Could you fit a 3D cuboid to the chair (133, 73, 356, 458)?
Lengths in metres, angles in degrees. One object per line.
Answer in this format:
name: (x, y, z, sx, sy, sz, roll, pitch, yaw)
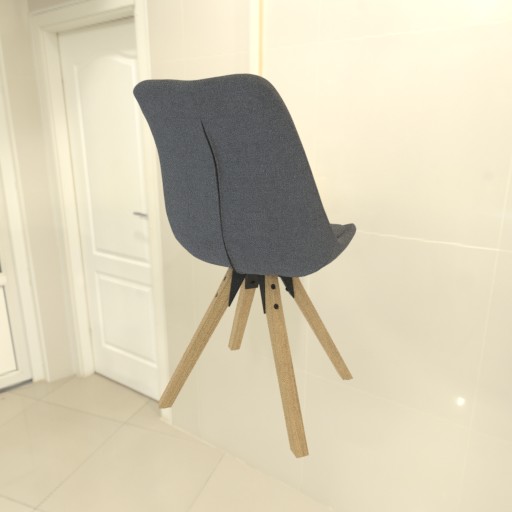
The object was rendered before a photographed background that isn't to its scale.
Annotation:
chair: (0.000, 0.000, 1.188, 0.485, 0.850, 0.550, 8, 18, 27)
